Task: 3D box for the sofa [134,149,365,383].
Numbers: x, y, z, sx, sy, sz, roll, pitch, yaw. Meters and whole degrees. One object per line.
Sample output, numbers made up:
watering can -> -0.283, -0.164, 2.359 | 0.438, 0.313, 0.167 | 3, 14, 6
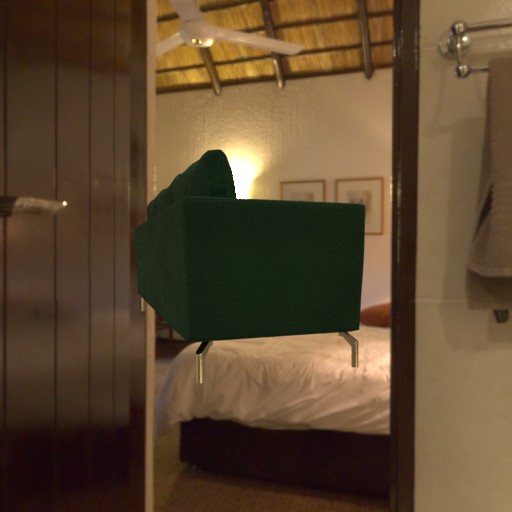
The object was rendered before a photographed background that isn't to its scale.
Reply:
sofa -> 0.000, 0.000, 3.129 | 1.489, 1.007, 2.441 | 0, 1, -20
